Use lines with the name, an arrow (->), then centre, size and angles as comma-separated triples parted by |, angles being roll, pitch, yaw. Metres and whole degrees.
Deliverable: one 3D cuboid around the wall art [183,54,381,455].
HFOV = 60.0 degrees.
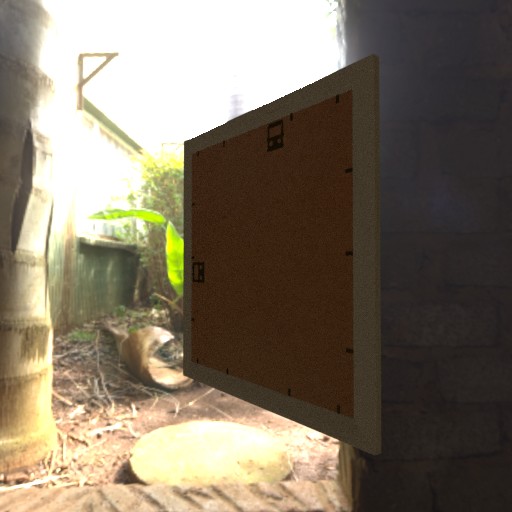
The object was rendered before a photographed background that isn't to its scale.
wall art -> 0.000, 0.000, 0.878 | 0.013, 0.584, 0.584 | 1, -1, -37
